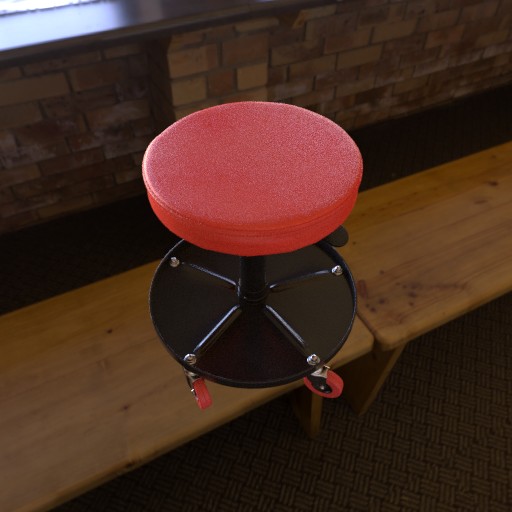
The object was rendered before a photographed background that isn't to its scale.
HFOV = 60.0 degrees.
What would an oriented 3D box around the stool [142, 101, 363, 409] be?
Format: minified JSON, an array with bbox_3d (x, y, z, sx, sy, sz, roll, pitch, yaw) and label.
[{"bbox_3d":[0.000,0.000,0.679,0.382,0.365,0.381,24,52,21],"label":"stool"}]
